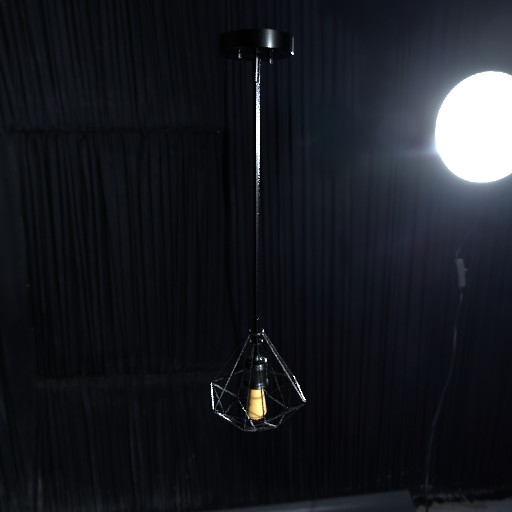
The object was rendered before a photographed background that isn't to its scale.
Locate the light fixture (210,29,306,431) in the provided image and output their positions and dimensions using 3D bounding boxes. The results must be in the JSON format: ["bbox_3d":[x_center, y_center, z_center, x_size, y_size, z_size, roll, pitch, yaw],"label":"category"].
[{"bbox_3d":[0.000,0.000,1.958,0.431,1.764,0.487,-2,14,-8],"label":"light fixture"}]
